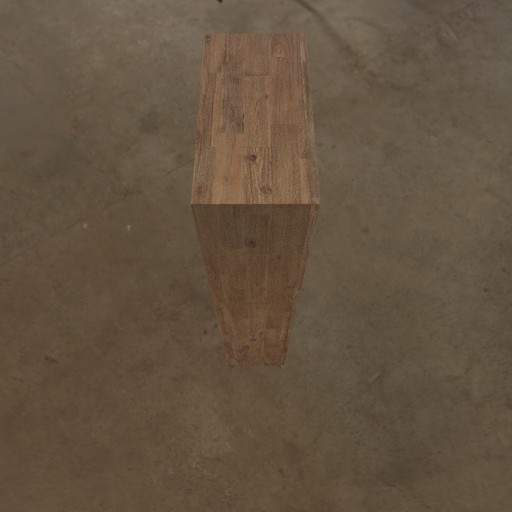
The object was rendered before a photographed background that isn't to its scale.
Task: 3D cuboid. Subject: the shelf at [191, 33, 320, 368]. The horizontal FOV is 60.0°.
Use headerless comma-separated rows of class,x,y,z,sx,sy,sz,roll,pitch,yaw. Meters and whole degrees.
shelf,0.000,0.000,1.534,0.267,1.342,0.491,0,62,0
